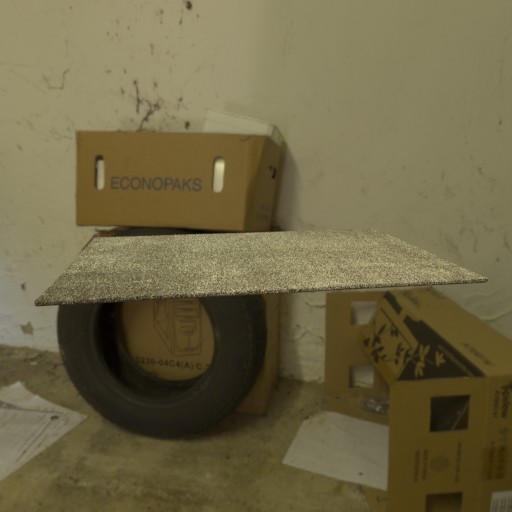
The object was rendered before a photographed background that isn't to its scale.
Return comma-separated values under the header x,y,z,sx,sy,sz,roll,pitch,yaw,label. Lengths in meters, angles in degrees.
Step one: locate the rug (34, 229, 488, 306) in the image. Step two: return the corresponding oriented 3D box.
x,y,z,sx,sy,sz,roll,pitch,yaw,label
0.000,0.000,2.973,2.352,0.025,1.501,-2,14,-9,rug
